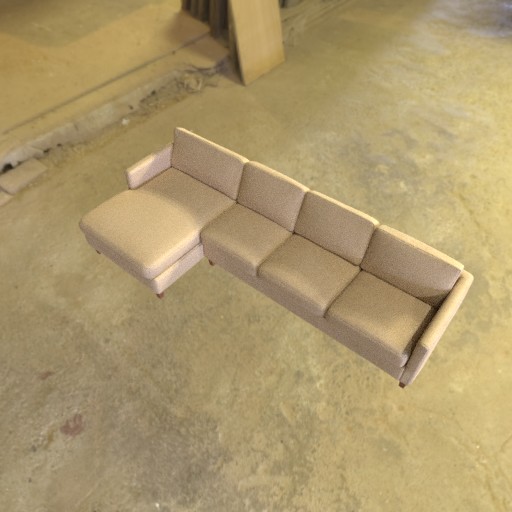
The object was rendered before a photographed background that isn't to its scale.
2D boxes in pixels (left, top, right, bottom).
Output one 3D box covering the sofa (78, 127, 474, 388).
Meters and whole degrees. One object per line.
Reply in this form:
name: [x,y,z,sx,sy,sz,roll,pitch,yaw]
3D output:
sofa: [0.000,0.000,3.891,3.201,0.876,1.502,31,55,25]
